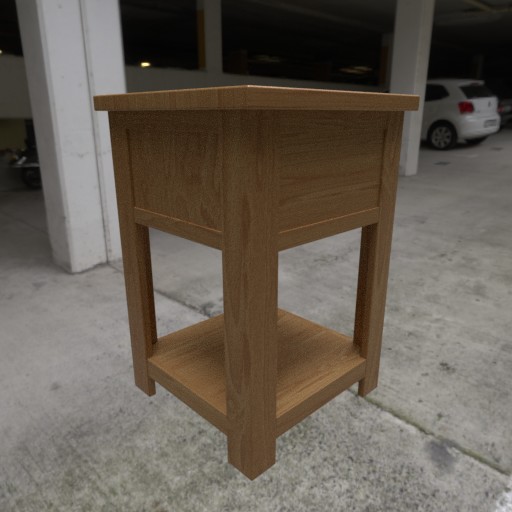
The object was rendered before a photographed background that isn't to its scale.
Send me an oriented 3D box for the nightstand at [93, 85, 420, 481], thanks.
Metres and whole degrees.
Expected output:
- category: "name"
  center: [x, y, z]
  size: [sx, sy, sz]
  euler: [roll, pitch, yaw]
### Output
- category: "nightstand"
  center: [0.000, 0.000, 0.901]
  size: [0.428, 0.614, 0.418]
  euler: [-16, 24, -41]
